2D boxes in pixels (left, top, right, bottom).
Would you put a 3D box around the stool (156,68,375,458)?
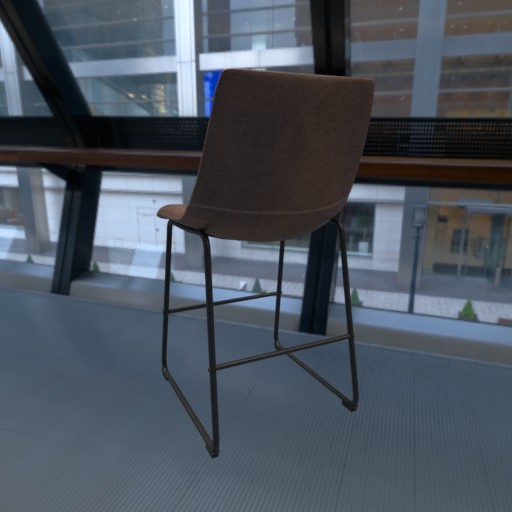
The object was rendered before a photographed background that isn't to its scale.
[{"bbox_3d":[0.000,0.000,1.240,0.460,0.890,0.550,-7,16,-26],"label":"stool"}]
